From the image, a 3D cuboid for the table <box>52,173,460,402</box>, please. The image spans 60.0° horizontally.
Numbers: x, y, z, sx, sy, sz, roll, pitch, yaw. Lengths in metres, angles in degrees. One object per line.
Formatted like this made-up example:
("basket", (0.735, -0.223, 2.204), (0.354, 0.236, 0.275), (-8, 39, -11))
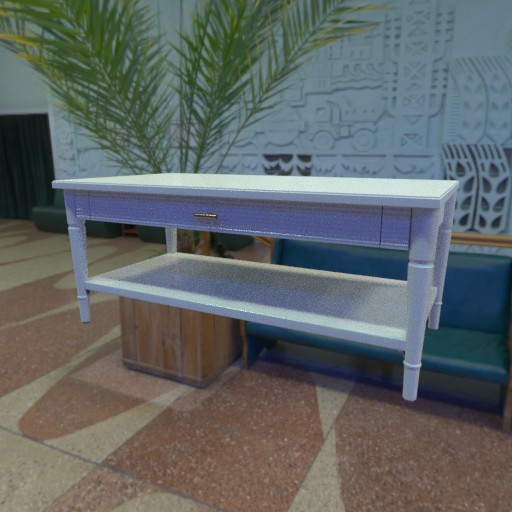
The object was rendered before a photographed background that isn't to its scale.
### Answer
("table", (0.000, 0.000, 1.360), (1.067, 0.457, 0.559), (7, 15, 27))
